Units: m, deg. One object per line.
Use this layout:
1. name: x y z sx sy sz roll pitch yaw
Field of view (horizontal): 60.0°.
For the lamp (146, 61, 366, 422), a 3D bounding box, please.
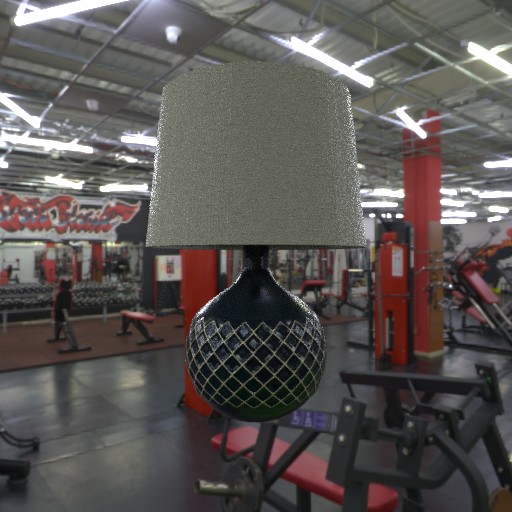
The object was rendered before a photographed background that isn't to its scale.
1. lamp: 0.000 0.000 0.777 0.376 0.540 0.376 0 0 0
